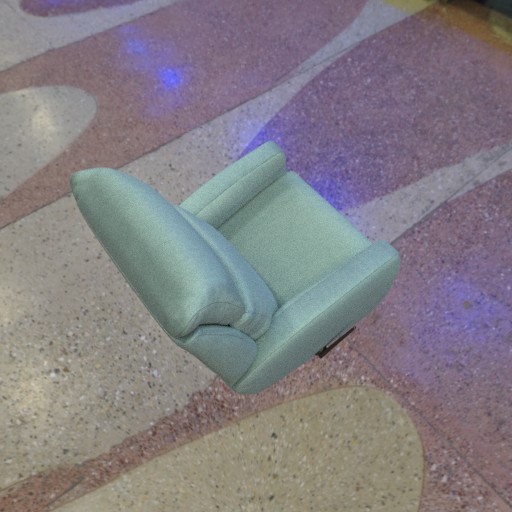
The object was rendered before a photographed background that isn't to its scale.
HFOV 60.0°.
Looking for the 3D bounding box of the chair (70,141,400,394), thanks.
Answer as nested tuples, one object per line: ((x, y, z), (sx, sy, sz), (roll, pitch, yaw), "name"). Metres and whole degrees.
((0.000, 0.000, 1.693), (0.940, 1.013, 0.812), (-33, 64, -19), "chair")
